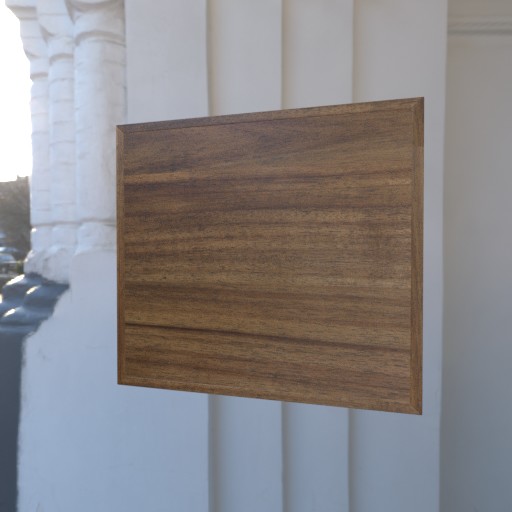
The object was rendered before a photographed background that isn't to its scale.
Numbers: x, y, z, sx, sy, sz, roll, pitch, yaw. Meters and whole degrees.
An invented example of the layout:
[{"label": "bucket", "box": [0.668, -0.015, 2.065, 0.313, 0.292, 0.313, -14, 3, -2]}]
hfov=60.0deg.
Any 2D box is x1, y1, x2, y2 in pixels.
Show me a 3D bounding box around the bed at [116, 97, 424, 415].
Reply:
[{"label": "bed", "box": [0.000, 0.000, 1.475, 1.041, 0.940, 0.043, 0, 1, 17]}]
